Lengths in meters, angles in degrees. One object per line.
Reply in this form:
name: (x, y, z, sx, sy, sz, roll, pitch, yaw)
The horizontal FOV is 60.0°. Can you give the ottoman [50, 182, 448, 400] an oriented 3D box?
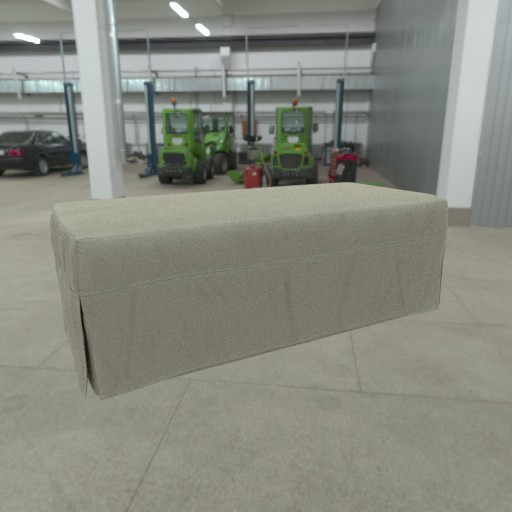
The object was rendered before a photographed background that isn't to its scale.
ottoman: (0.000, 0.000, 1.691, 1.388, 0.457, 0.665, -9, 18, -27)
